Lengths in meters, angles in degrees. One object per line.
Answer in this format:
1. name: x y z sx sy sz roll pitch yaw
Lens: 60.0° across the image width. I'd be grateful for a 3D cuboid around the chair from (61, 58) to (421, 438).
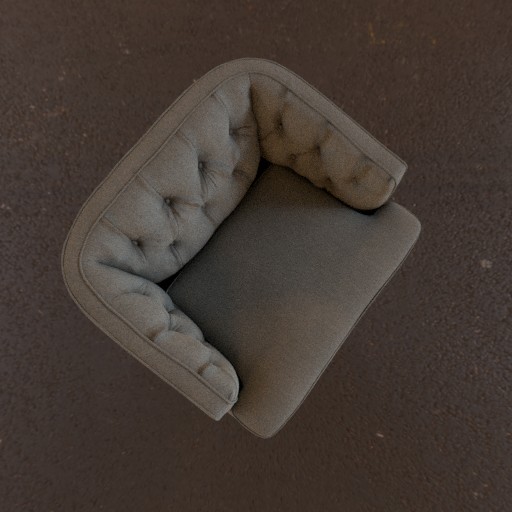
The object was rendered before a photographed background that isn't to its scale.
1. chair: 0.000 0.000 1.744 0.945 0.852 1.094 37 80 8
